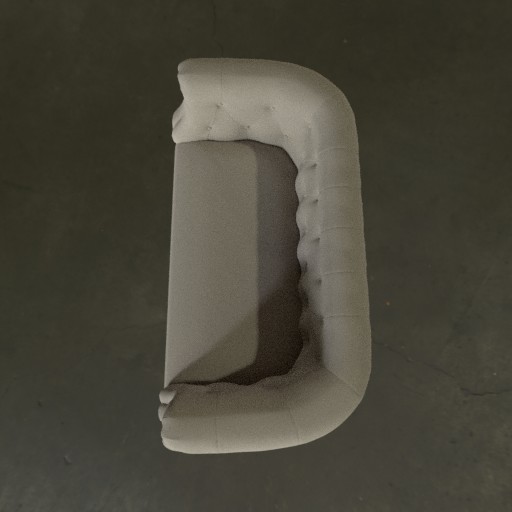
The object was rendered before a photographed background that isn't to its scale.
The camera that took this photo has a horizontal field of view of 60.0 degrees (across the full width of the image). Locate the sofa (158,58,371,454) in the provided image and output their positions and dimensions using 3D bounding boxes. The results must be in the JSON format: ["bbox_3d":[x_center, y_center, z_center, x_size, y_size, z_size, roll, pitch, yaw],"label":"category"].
[{"bbox_3d":[0.000,0.000,2.021,0.835,0.827,1.558,0,76,0],"label":"sofa"}]
